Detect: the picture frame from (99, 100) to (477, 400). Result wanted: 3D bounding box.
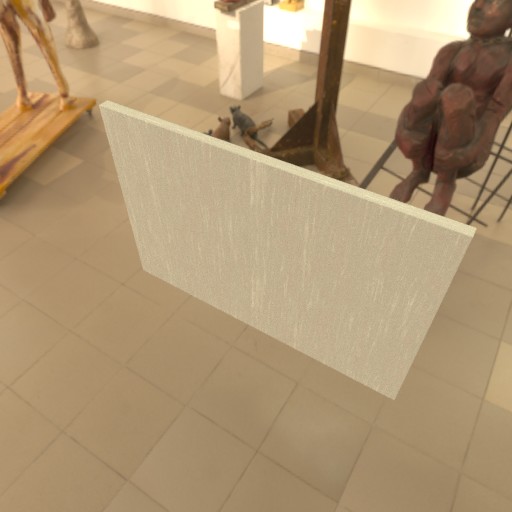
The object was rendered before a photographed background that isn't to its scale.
[{"bbox_3d":[0.000,0.000,1.220,0.950,0.640,0.029,24,50,22],"label":"picture frame"}]
